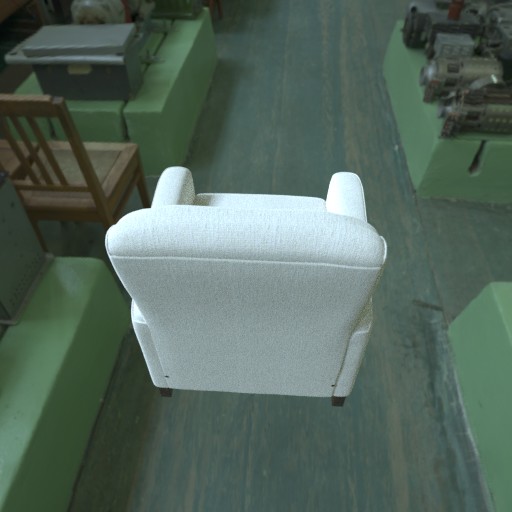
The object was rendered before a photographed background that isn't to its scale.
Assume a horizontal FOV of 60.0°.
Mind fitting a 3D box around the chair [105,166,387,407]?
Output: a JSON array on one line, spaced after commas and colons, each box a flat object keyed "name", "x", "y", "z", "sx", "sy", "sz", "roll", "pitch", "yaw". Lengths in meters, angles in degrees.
[{"name": "chair", "x": 0.000, "y": 0.000, "z": 1.671, "sx": 0.841, "sy": 1.028, "sz": 0.858, "roll": 2, "pitch": 47, "yaw": 2}]
